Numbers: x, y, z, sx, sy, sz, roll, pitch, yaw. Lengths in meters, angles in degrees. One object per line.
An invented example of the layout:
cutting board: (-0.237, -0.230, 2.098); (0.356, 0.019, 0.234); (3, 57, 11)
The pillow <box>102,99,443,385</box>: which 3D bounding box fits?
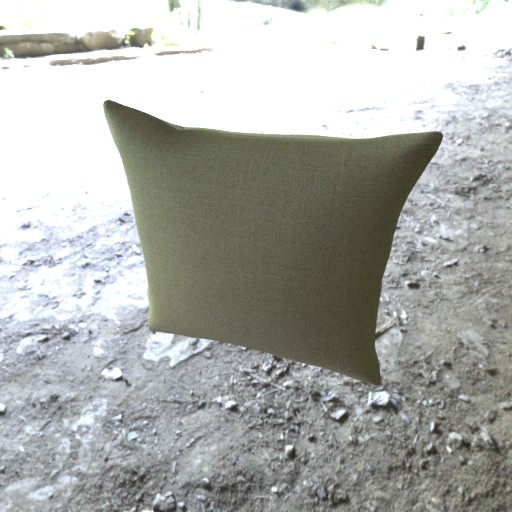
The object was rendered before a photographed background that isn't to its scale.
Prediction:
pillow: (0.000, 0.000, 0.627); (0.414, 0.399, 0.173); (10, 35, 15)
